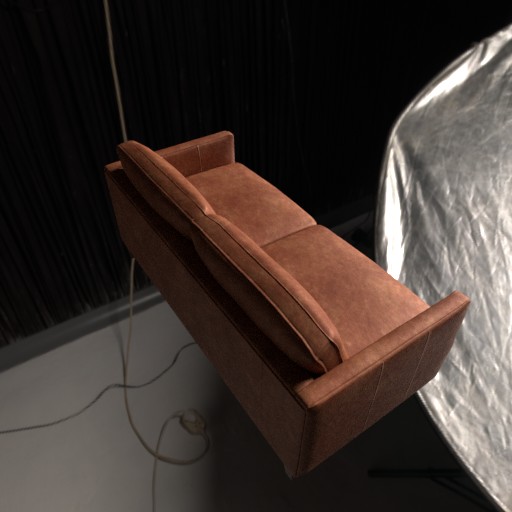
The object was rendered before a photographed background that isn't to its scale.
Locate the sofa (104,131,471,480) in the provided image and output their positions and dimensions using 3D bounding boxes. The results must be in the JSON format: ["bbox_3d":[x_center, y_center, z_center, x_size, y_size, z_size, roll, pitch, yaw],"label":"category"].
[{"bbox_3d":[0.000,0.000,2.421,0.923,0.863,1.971,-24,46,-25],"label":"sofa"}]
